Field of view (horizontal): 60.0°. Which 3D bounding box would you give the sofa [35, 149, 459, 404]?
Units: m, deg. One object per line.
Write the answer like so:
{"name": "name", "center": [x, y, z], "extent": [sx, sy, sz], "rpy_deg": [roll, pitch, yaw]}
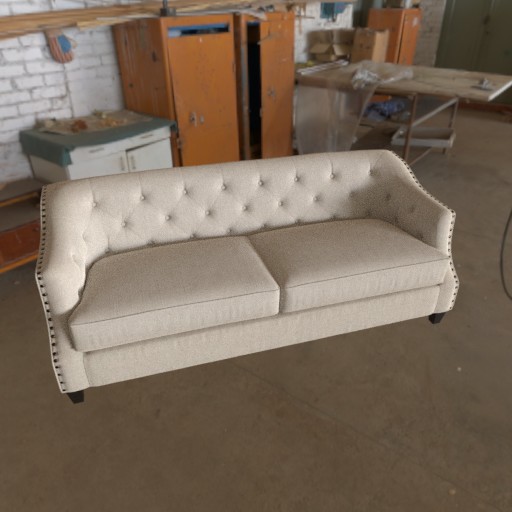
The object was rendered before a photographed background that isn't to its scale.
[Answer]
{"name": "sofa", "center": [0.000, 0.000, 2.602], "extent": [2.235, 0.901, 0.914], "rpy_deg": [-9, 32, -15]}
